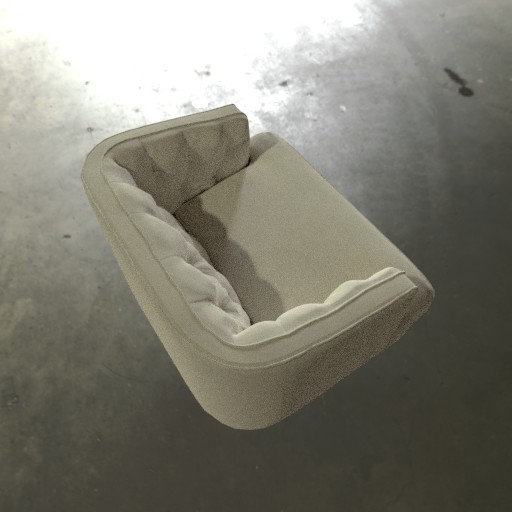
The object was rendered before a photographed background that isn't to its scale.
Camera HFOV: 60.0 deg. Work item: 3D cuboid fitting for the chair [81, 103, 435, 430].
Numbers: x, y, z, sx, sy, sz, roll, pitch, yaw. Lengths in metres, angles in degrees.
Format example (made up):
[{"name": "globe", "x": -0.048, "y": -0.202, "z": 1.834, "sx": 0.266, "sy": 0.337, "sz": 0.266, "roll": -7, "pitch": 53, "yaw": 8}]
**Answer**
[{"name": "chair", "x": 0.000, "y": 0.000, "z": 1.763, "sx": 0.941, "sy": 0.852, "sz": 1.104, "roll": -30, "pitch": 62, "yaw": -18}]
